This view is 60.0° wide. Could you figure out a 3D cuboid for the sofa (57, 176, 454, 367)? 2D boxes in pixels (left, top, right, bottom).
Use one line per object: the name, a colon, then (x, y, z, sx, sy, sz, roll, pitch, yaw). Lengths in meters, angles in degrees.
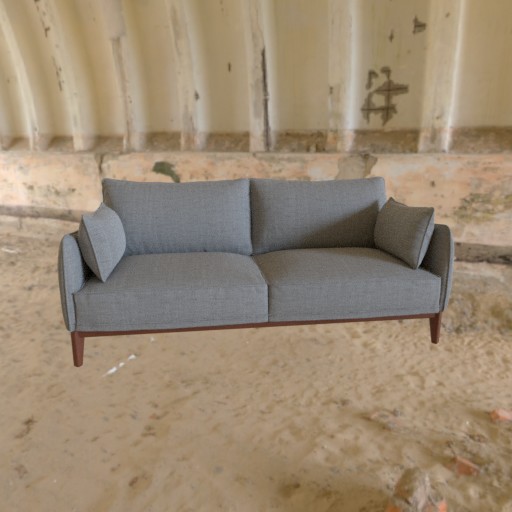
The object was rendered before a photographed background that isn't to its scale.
sofa: (0.000, 0.000, 2.564, 1.989, 0.851, 0.972, -2, 15, -8)
